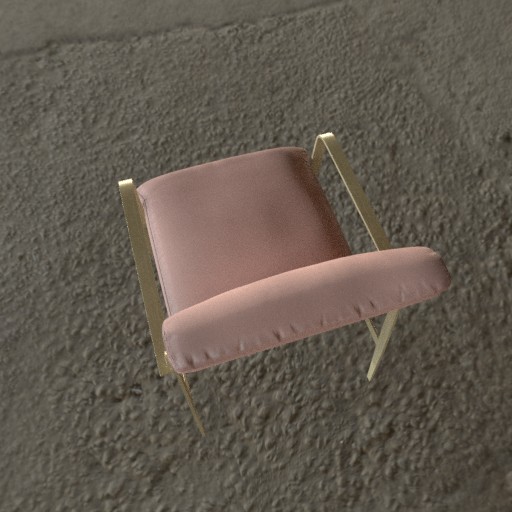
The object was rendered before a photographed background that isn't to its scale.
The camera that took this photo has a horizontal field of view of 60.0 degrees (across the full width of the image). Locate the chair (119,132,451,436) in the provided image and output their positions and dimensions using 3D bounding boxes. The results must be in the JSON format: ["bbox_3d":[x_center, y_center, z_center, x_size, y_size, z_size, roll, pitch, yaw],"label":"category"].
[{"bbox_3d":[0.000,0.000,1.411,0.701,0.823,0.848,-15,60,-9],"label":"chair"}]
